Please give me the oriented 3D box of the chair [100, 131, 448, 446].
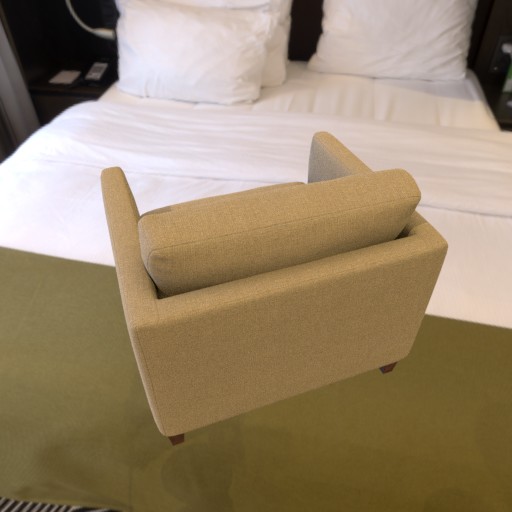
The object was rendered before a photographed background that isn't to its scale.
[{"bbox_3d":[0.000,0.000,1.865,1.107,0.963,0.959,-14,43,-15],"label":"chair"}]
